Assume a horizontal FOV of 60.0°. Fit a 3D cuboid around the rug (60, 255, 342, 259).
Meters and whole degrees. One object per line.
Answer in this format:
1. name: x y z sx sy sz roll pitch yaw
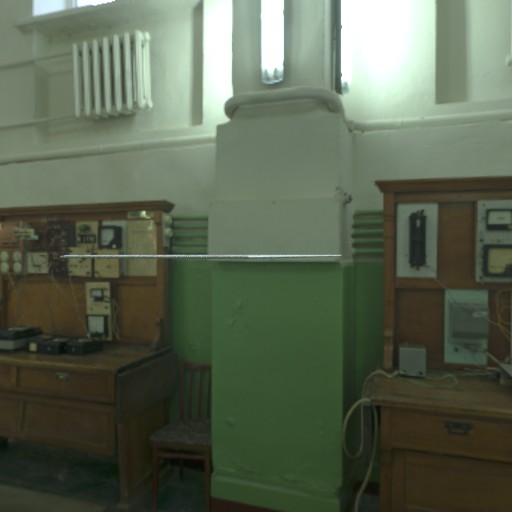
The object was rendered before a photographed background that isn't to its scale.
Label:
1. rug: 0.000 0.000 2.409 0.662 0.011 2.196 0 0 18
